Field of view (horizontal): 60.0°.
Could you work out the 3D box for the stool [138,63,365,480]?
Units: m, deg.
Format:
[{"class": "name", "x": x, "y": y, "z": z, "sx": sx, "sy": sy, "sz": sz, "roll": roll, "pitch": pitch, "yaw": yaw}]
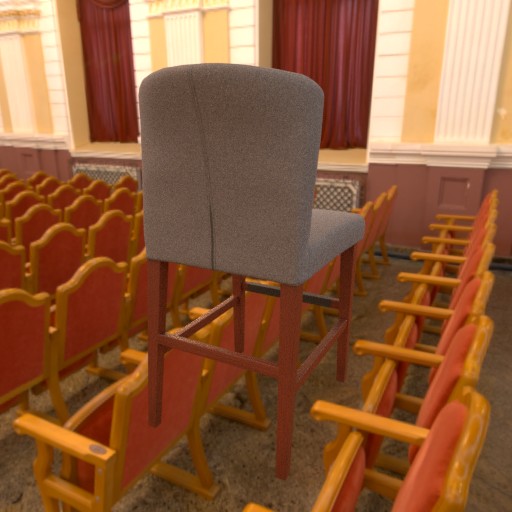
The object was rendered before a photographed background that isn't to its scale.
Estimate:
[{"class": "stool", "x": 0.000, "y": 0.000, "z": 1.273, "sx": 0.481, "sy": 0.968, "sz": 0.568, "roll": 9, "pitch": 19, "yaw": 27}]
